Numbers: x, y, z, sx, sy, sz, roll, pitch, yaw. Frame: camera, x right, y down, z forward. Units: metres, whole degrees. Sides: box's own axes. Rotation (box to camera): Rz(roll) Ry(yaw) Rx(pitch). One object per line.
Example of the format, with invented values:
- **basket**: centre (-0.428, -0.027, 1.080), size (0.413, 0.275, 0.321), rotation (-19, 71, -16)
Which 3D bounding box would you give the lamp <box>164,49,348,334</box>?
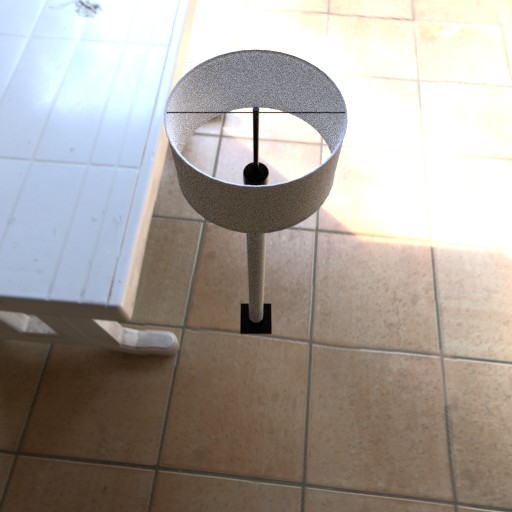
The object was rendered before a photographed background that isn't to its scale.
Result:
- **lamp**: centre (0.000, 0.000, 1.658), size (0.420, 1.475, 0.420), rotation (0, 63, 0)
